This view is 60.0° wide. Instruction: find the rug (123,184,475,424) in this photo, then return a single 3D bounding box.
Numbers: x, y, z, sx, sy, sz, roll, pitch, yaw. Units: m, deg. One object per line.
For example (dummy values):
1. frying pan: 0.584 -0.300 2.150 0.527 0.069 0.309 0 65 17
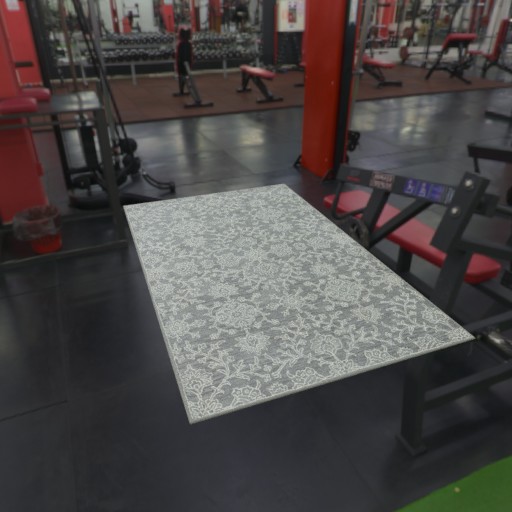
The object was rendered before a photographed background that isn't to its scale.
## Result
1. rug: 0.000 0.000 3.057 1.515 0.010 2.430 -11 31 -18
